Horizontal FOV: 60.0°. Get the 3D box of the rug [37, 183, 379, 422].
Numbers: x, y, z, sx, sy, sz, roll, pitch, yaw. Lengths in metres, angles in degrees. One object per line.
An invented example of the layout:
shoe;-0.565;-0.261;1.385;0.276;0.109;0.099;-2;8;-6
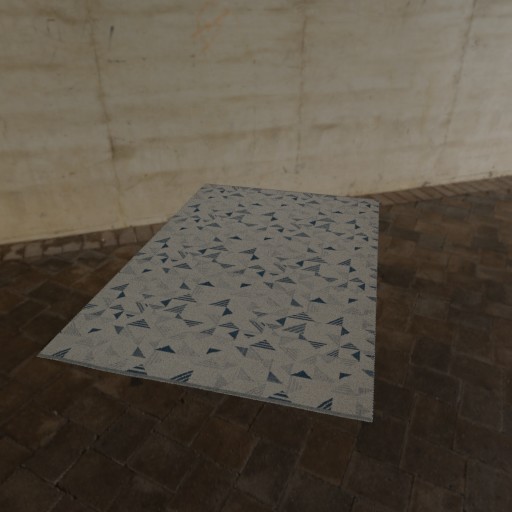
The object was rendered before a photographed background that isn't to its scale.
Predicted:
rug;0.000;0.000;2.269;1.206;0.003;1.835;7;31;12
